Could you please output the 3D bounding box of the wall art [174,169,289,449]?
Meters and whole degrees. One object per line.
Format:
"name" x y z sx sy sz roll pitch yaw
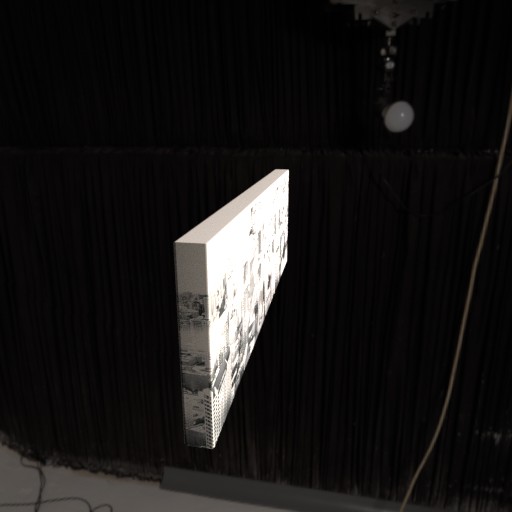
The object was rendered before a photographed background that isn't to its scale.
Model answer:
"wall art" 0.000 0.000 0.857 0.038 0.255 0.763 3 17 10
